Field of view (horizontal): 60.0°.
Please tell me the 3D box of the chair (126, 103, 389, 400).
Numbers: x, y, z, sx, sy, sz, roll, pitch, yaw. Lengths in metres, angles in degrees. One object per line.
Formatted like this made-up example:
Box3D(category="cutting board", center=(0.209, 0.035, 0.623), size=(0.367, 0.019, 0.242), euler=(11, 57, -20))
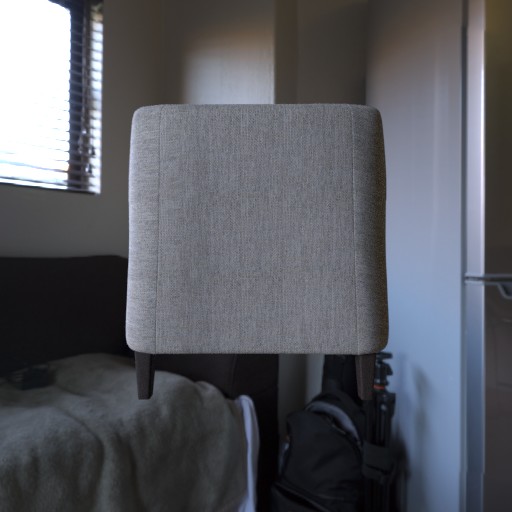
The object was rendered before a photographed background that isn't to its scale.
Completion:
Box3D(category="chair", center=(0.000, 0.000, 1.430), size=(0.796, 0.761, 0.758), euler=(0, 1, 0))
